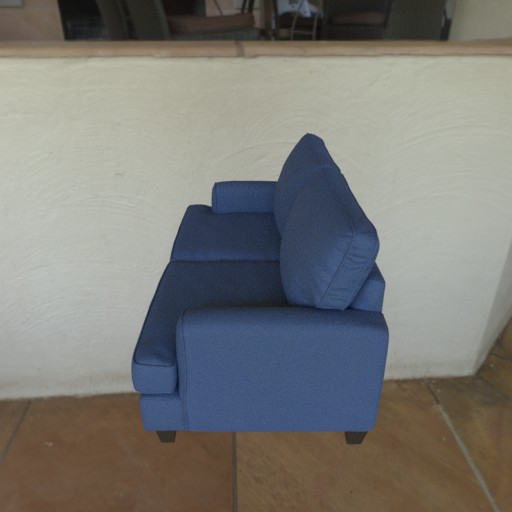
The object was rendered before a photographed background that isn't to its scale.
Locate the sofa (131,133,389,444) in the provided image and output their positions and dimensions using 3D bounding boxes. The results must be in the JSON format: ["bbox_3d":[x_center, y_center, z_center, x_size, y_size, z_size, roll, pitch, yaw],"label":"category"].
[{"bbox_3d":[0.000,0.000,2.302,0.965,0.965,1.651,0,27,0],"label":"sofa"}]
